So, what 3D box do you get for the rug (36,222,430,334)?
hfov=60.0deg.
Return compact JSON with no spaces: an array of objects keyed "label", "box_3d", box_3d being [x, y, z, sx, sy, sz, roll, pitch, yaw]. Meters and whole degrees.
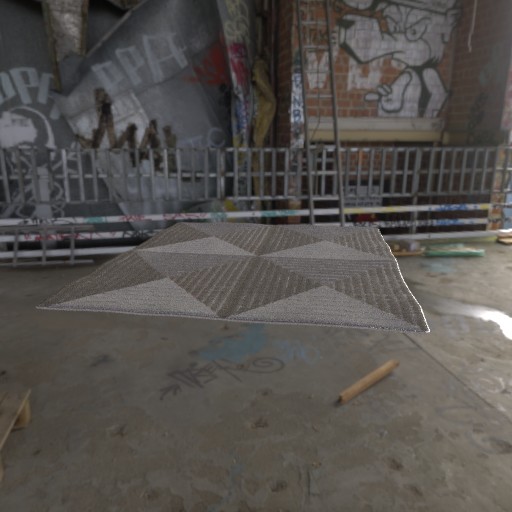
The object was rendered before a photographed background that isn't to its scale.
[{"label":"rug","box_3d":[0.000,0.000,0.899,0.551,0.008,0.642,2,16,9]}]
